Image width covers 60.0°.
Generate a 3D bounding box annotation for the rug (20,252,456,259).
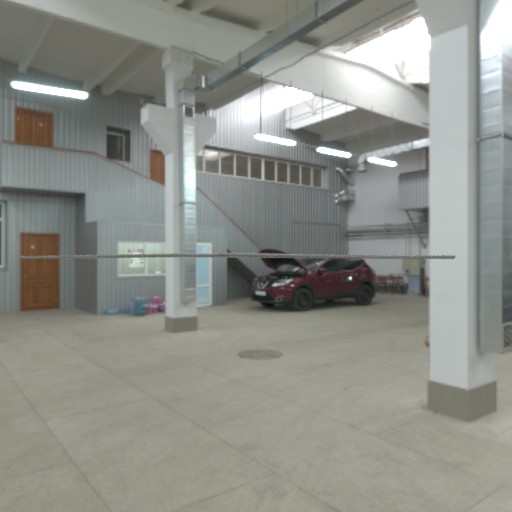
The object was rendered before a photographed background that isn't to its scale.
[{"bbox_3d":[0.000,0.000,4.190,3.202,0.045,2.434,0,0,18],"label":"rug"}]
